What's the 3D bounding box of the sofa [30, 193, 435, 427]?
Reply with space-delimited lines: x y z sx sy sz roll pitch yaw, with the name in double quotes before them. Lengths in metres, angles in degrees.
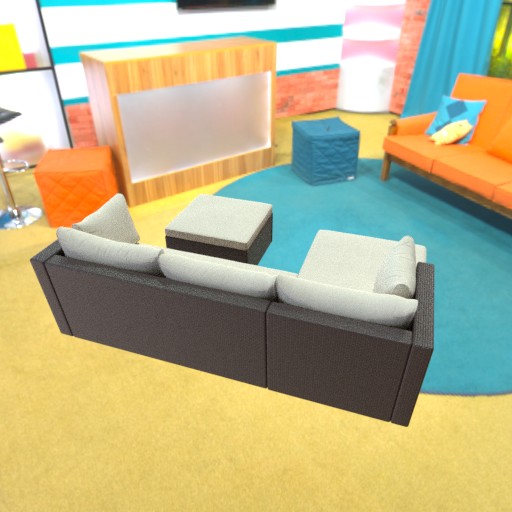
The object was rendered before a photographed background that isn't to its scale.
"sofa" 0.000 0.000 3.000 2.192 0.766 1.612 11 35 16
